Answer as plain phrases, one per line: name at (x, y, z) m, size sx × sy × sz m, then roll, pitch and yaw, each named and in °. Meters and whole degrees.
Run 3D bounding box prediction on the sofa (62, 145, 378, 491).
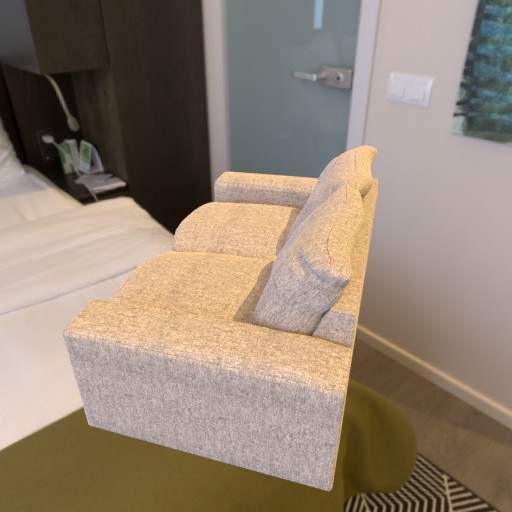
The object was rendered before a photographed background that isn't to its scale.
sofa at (0.000, 0.000, 2.262) m, size 1.094 × 0.877 × 1.758 m, roll 9°, pitch 32°, yaw 14°
